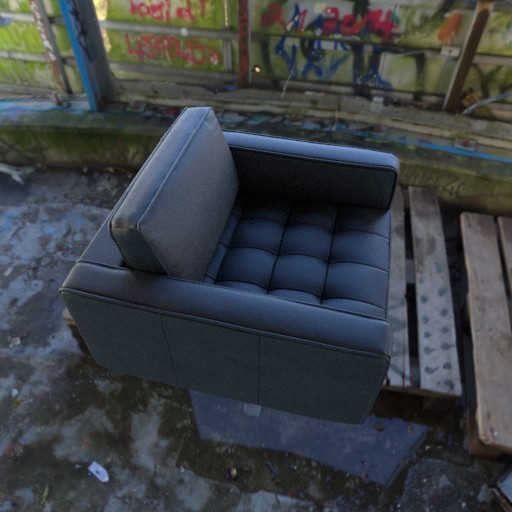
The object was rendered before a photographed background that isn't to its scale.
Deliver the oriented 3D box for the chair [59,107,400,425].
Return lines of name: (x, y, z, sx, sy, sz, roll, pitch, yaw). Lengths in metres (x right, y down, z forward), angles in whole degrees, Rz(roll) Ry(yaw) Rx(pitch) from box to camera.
chair: (0.000, 0.000, 1.553, 0.914, 0.763, 0.889, 10, 48, 9)
